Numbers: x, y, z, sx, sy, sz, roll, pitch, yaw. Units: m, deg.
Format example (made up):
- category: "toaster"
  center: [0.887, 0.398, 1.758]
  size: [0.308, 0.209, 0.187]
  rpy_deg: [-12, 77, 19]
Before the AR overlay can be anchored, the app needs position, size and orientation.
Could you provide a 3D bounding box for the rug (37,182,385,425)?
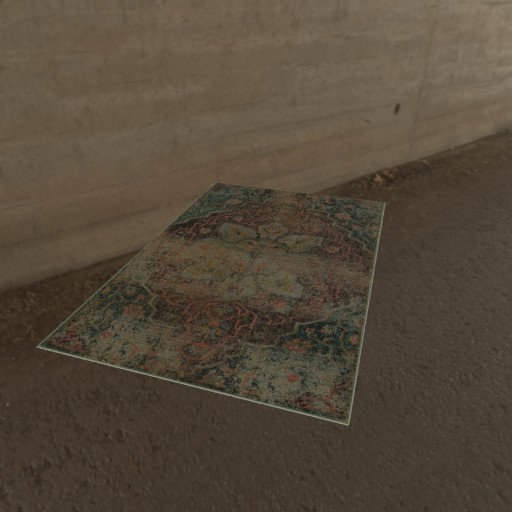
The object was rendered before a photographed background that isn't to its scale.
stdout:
- category: "rug"
  center: [0.000, 0.000, 2.939]
  size: [1.566, 0.004, 2.363]
  rpy_deg: [10, 32, 16]
